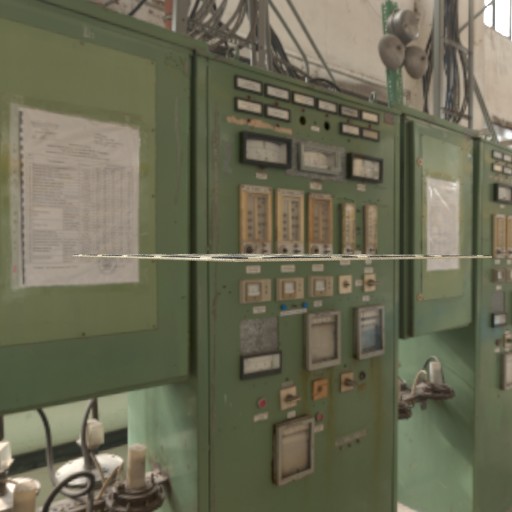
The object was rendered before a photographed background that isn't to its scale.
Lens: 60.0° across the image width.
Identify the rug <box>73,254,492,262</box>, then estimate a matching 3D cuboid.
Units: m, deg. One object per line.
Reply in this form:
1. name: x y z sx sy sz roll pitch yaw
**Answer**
1. rug: 0.000 0.000 4.058 2.466 0.021 3.049 0 1 -36
